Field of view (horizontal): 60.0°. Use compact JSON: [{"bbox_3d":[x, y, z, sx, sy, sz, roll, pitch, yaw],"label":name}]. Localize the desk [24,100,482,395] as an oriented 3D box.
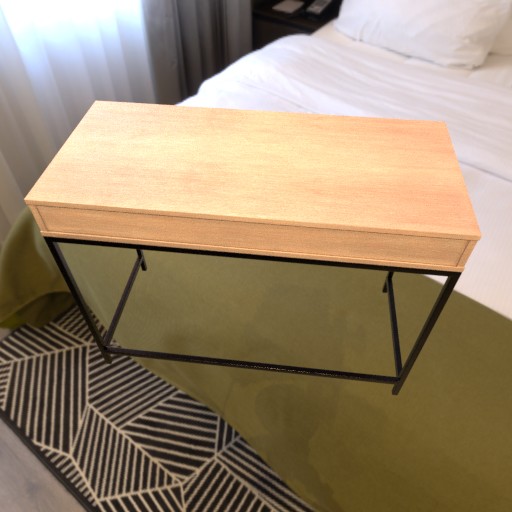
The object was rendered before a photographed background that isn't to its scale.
[{"bbox_3d":[0.000,0.000,1.414,1.016,0.762,0.470,5,48,5],"label":"desk"}]
